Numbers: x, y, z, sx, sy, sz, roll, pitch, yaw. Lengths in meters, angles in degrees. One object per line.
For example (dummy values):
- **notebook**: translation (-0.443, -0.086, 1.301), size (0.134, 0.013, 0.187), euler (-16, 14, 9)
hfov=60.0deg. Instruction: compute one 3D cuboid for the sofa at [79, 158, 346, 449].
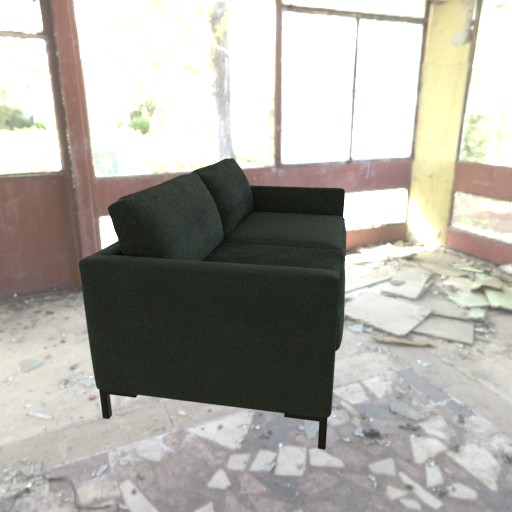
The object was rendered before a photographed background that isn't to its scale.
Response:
- **sofa**: translation (0.000, 0.000, 2.197), size (0.875, 0.817, 1.676), euler (4, 18, 11)
